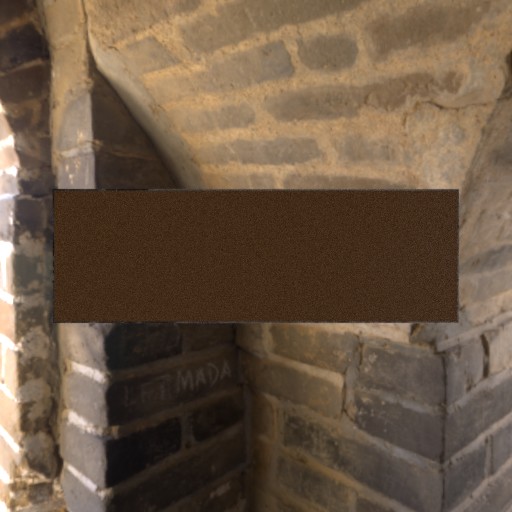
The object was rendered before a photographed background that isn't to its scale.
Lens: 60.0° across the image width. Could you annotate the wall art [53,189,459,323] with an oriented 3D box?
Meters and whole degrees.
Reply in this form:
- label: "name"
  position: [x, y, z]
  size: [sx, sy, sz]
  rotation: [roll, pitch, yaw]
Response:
- label: "wall art"
  position: [0.000, 0.000, 0.846]
  size: [0.759, 0.251, 0.037]
  rotation: [0, 0, 0]
